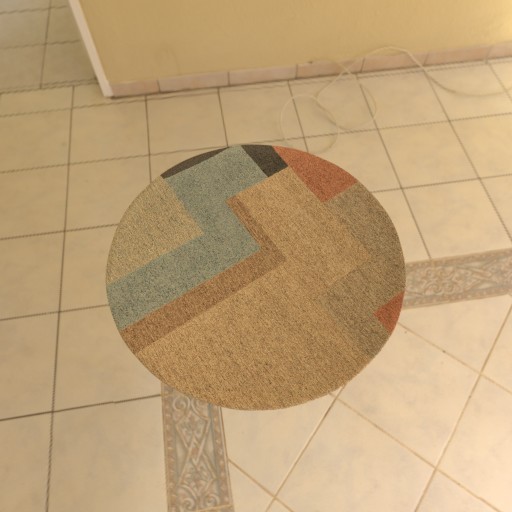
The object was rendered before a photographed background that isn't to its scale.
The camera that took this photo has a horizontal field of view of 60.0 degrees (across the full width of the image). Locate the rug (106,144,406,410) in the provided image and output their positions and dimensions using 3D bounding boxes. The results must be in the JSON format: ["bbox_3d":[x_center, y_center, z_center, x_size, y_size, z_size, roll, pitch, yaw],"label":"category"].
[{"bbox_3d":[0.000,0.000,3.677,2.461,0.033,2.461,0,61,0],"label":"rug"}]
